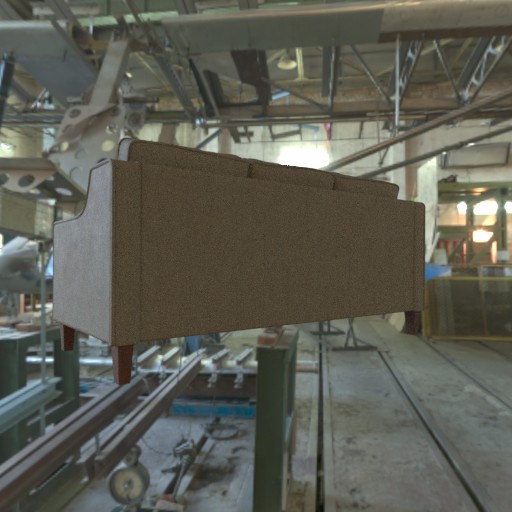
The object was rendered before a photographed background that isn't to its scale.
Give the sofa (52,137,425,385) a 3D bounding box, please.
[{"bbox_3d":[0.000,0.000,2.543,1.986,0.974,0.911,1,-1,-37],"label":"sofa"}]
